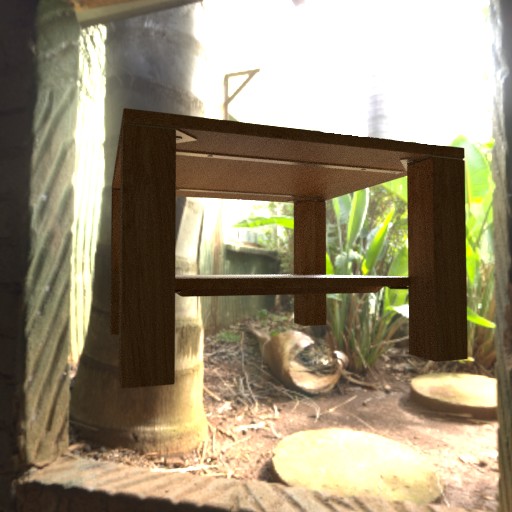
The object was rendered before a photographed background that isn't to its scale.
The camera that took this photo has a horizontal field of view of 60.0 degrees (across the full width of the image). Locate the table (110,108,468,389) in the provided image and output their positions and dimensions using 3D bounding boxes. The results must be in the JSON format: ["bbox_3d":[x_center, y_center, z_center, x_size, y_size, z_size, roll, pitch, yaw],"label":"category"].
[{"bbox_3d":[0.000,0.000,1.152,0.700,0.450,0.700,1,-2,-19],"label":"table"}]
